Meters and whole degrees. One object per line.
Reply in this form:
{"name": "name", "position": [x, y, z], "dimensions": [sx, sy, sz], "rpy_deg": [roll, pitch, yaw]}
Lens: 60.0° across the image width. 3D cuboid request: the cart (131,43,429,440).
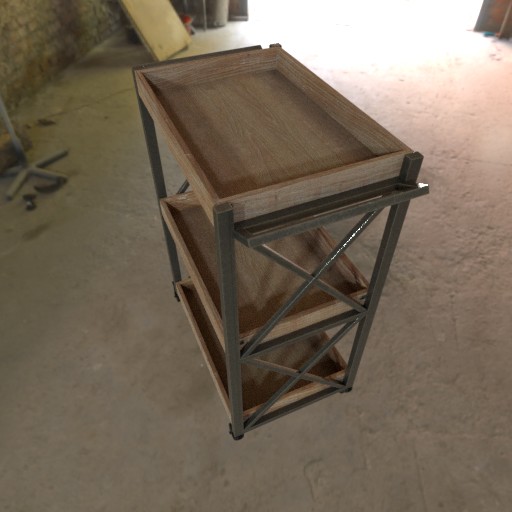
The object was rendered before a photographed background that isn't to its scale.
{"name": "cart", "position": [0.000, 0.000, 1.161], "dimensions": [0.377, 0.835, 0.673], "rpy_deg": [-17, 48, -17]}
